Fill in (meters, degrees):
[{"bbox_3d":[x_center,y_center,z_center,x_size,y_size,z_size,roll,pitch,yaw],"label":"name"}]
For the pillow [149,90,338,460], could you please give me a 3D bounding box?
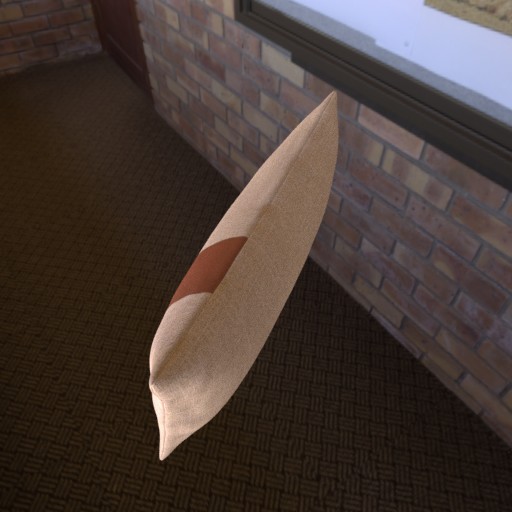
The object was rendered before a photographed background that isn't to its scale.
[{"bbox_3d":[0.000,0.000,0.712,0.155,0.282,0.612,17,50,15],"label":"pillow"}]
